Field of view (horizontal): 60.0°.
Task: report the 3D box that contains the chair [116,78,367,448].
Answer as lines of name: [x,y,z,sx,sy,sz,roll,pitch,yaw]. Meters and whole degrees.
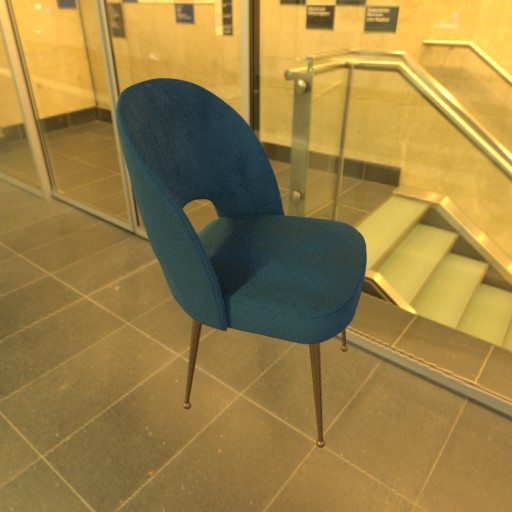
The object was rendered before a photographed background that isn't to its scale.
chair: [0.000,0.000,1.196,0.577,0.860,0.527,10,32,16]
